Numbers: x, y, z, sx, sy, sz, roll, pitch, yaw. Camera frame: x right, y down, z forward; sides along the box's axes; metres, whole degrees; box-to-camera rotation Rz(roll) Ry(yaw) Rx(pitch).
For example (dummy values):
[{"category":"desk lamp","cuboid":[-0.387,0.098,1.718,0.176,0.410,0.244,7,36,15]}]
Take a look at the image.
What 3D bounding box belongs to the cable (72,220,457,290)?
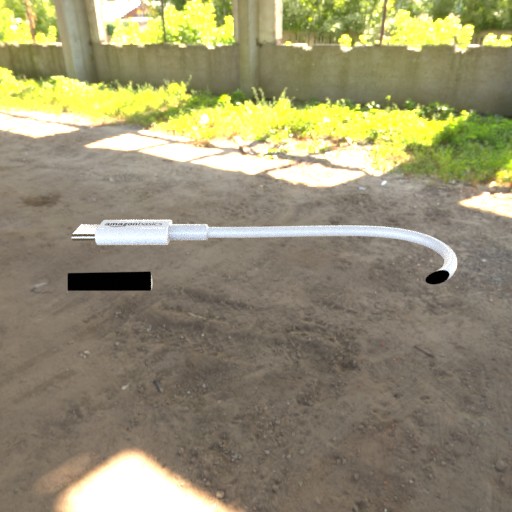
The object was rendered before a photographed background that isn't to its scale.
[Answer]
[{"category":"cable","cuboid":[0.000,0.000,0.109,0.098,0.006,0.040,0,27,0]}]
